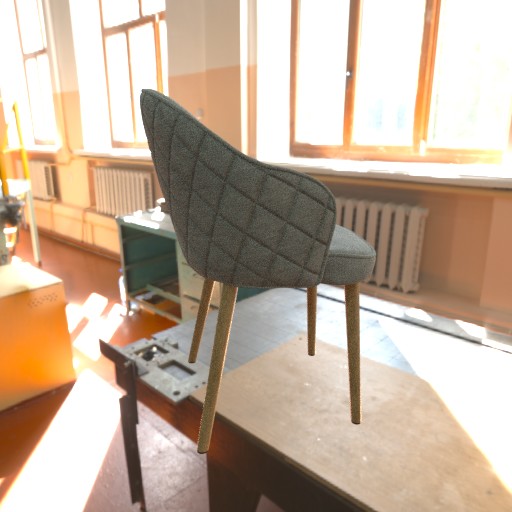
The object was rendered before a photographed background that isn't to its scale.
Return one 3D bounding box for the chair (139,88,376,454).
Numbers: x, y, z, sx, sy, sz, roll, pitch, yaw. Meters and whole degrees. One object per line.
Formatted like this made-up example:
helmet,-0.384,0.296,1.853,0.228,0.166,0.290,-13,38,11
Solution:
chair,0.000,0.000,1.144,0.530,0.800,0.540,-3,16,-11
